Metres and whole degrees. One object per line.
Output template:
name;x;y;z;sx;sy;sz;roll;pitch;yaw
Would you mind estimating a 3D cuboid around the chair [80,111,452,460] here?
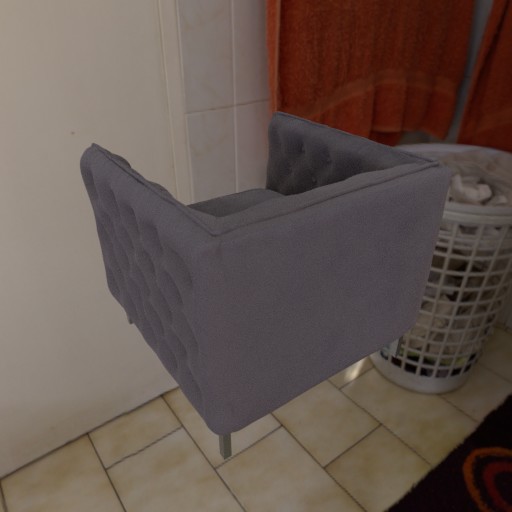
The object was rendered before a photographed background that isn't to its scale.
chair;0.000;0.000;1.654;0.946;0.807;0.913;-19;36;-29
